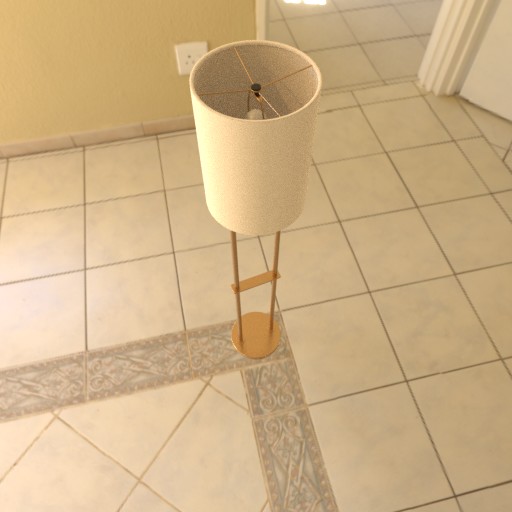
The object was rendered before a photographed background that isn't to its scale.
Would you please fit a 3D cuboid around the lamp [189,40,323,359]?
[{"bbox_3d":[0.000,0.000,1.647,0.306,1.500,0.305,-19,59,-12],"label":"lamp"}]
